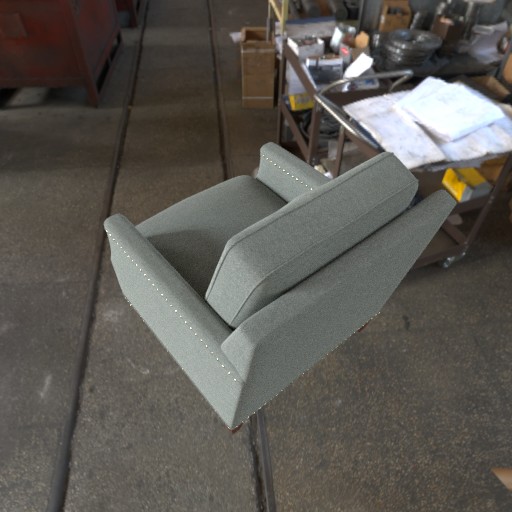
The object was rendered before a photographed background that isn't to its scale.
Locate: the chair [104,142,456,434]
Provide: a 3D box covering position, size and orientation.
[{"bbox_3d":[0.000,0.000,1.805,0.885,1.031,1.031,-31,54,-26],"label":"chair"}]
